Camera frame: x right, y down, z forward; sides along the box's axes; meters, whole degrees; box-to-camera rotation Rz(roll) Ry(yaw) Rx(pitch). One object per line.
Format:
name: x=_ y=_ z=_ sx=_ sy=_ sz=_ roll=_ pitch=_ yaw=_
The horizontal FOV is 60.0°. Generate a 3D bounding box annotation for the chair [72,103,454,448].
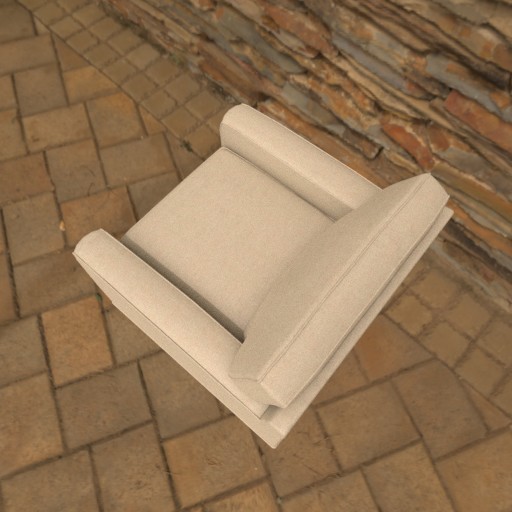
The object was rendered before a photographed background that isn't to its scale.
chair: x=0.000 y=0.000 z=1.824 sx=1.043 sy=0.913 sz=0.998 roll=37 pitch=70 yaw=16
